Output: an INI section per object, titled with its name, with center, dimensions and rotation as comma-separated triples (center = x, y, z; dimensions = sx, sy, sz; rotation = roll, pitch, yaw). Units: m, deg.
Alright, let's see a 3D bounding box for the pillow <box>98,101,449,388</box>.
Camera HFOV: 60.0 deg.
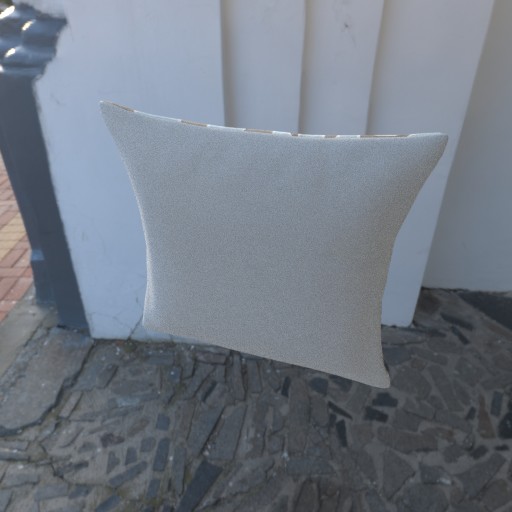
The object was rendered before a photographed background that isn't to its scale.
[pillow]
center = 0.000, 0.000, 0.806
dimensions = 0.552, 0.508, 0.166
rotation = 10, 34, 16
